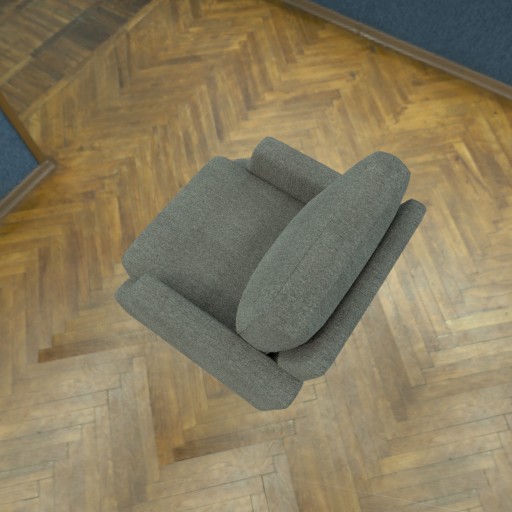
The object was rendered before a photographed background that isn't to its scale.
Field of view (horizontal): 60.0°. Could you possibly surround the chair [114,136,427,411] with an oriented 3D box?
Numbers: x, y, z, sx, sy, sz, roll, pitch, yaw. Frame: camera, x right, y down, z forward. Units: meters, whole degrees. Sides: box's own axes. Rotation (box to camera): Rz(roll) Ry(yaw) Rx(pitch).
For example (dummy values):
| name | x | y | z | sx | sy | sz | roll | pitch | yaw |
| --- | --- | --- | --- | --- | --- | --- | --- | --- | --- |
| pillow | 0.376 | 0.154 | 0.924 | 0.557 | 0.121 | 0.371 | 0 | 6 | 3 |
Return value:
| name | x | y | z | sx | sy | sz | roll | pitch | yaw |
| --- | --- | --- | --- | --- | --- | --- | --- | --- | --- |
| chair | 0.000 | 0.000 | 1.706 | 0.897 | 0.993 | 0.855 | 32 | 68 | 15 |
